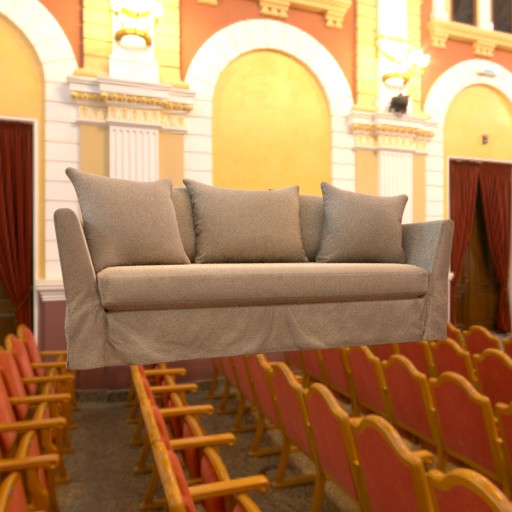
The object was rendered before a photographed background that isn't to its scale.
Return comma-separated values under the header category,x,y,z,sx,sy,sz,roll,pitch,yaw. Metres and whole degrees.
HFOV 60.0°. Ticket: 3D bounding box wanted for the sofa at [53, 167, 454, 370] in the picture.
category,x,y,z,sx,sy,sz,roll,pitch,yaw
sofa,0.000,0.000,2.846,2.290,1.034,1.031,0,1,-19
